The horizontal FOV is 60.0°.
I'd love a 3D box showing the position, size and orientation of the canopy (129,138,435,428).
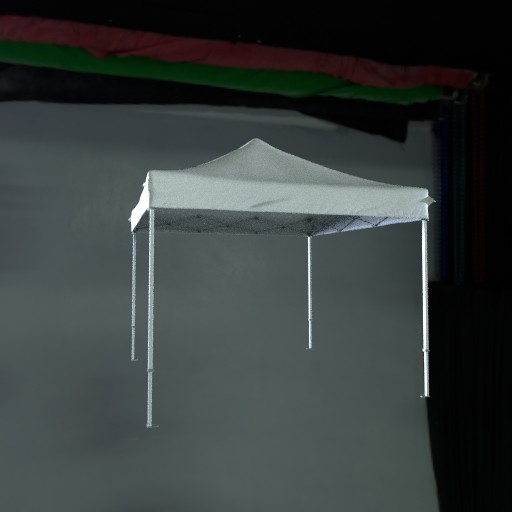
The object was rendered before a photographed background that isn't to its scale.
[{"bbox_3d":[0.000,0.000,5.608,2.996,2.998,2.994,0,-1,-18],"label":"canopy"}]
